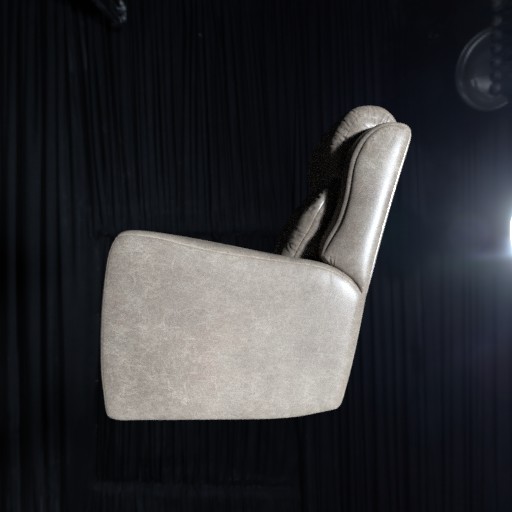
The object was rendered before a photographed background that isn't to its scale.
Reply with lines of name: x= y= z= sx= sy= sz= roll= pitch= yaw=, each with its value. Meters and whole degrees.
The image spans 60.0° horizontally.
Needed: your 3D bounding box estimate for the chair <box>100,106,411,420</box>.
chair: x=0.000 y=0.000 z=1.924 sx=1.068 sy=1.116 sz=0.967 roll=0 pitch=1 yaw=0
